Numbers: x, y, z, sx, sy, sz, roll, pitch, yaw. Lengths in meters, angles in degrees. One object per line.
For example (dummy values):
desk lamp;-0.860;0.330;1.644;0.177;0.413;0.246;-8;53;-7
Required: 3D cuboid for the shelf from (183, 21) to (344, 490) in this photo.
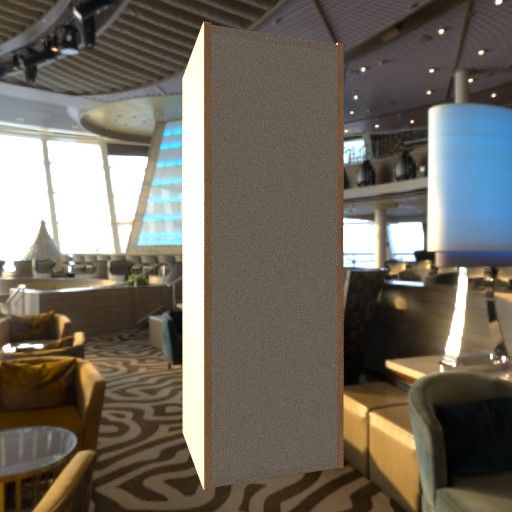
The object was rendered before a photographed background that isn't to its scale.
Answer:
shelf;0.000;0.000;1.033;0.300;0.900;0.290;0;0;-17
